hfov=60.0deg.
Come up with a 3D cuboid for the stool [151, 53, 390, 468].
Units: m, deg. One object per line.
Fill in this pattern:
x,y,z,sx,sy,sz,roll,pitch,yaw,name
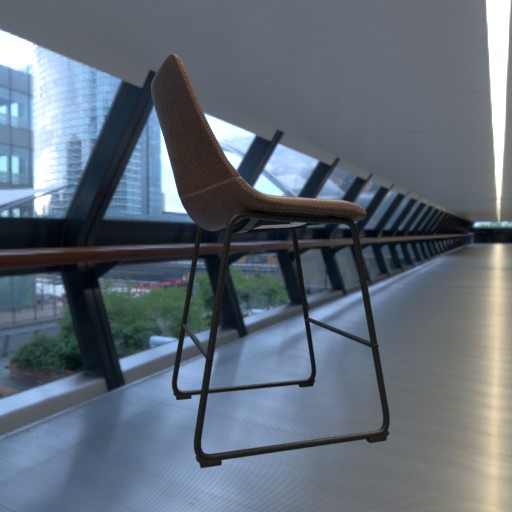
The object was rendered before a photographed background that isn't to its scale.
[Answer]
0.000,0.000,1.206,0.550,0.890,0.460,0,2,-17,stool
